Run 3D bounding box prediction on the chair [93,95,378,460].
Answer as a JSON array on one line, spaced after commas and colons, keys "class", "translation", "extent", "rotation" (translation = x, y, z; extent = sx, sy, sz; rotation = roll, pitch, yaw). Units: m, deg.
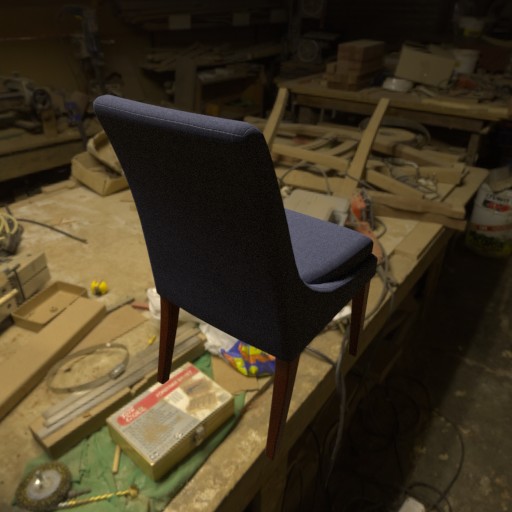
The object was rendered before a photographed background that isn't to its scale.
[{"class": "chair", "translation": [0.000, 0.000, 1.308], "extent": [0.508, 0.952, 0.655], "rotation": [22, 37, 32]}]
